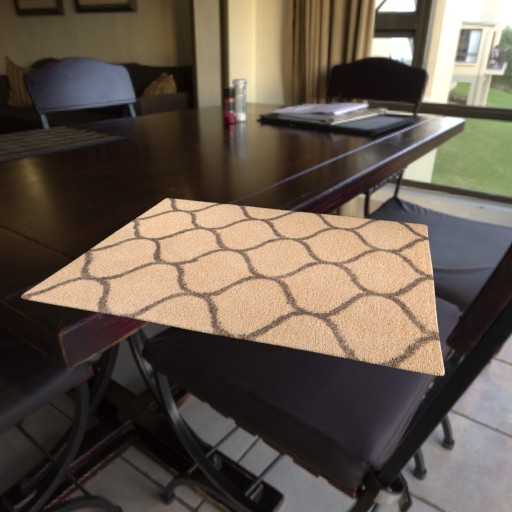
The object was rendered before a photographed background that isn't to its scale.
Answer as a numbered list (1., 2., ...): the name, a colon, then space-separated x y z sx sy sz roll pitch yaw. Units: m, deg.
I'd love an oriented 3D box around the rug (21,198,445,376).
1. rug: 0.000 0.000 3.975 3.000 0.026 2.399 8 27 15
